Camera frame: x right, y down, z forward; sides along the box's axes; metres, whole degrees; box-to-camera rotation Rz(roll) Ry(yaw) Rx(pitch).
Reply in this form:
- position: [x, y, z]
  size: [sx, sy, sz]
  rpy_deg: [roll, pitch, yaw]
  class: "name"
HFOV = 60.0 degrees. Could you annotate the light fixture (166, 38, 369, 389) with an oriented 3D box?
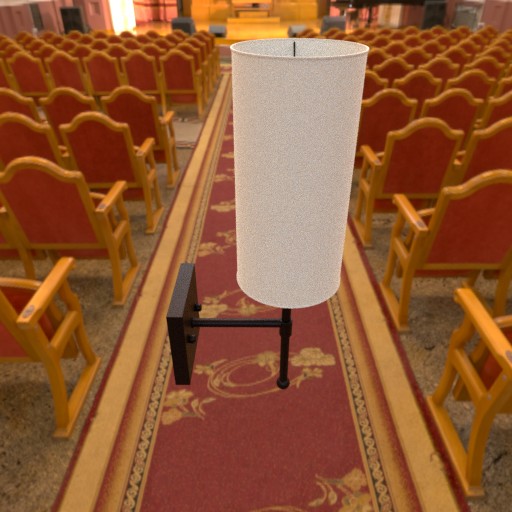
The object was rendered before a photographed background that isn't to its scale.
- position: [0.000, 0.000, 0.536]
  size: [0.208, 0.462, 0.128]
  rpy_deg: [0, 32, 0]
  class: "light fixture"
